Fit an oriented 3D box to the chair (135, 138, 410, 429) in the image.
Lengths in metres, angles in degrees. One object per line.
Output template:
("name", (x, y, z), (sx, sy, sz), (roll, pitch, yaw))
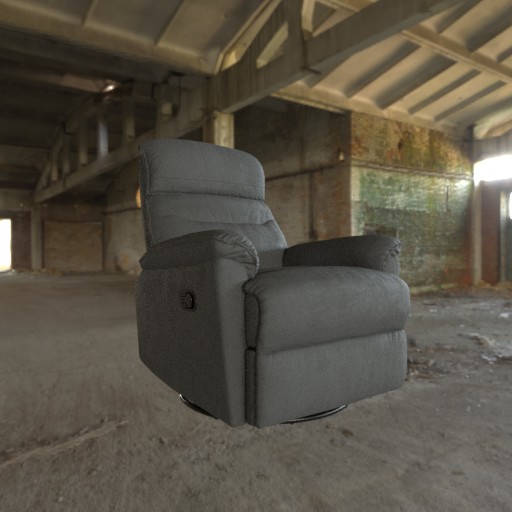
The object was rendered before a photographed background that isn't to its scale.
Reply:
("chair", (0.000, 0.000, 1.731), (0.820, 1.037, 1.004), (-1, 1, -36))
